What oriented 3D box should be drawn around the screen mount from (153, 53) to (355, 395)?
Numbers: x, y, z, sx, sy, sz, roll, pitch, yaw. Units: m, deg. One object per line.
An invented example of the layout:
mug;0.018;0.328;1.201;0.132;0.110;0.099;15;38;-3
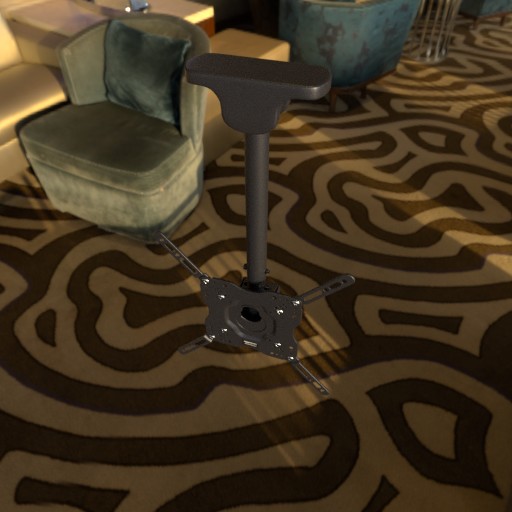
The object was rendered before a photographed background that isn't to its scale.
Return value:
screen mount;0.000;0.000;0.877;0.393;0.729;0.090;13;45;13
